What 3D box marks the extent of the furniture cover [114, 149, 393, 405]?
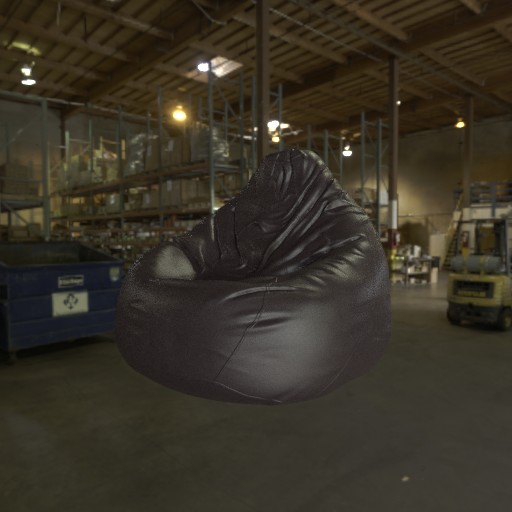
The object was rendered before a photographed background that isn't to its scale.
[{"bbox_3d":[0.000,0.000,1.910,1.070,0.990,1.070,2,3,34],"label":"furniture cover"}]
